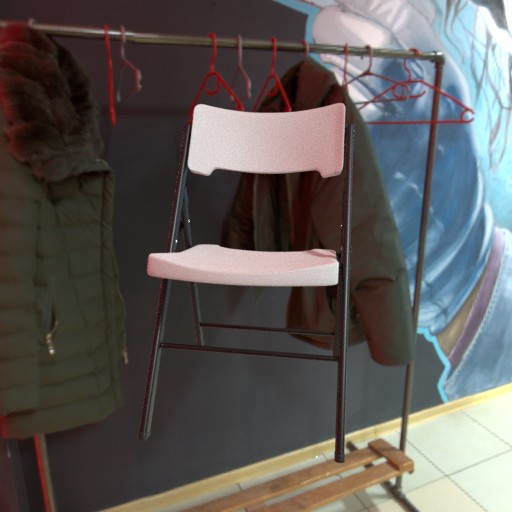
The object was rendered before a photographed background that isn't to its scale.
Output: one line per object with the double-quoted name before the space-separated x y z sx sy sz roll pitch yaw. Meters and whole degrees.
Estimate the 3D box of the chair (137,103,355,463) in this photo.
"chair" 0.000 0.000 1.141 0.482 0.765 0.577 3 16 9
